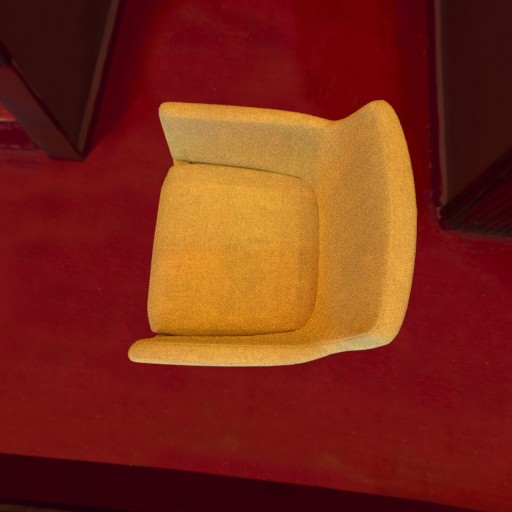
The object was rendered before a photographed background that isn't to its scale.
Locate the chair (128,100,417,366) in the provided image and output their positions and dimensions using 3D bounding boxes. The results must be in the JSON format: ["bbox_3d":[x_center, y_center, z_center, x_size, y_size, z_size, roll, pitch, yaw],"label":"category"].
[{"bbox_3d":[0.000,0.000,1.152,0.570,0.780,0.570,3,76,1],"label":"chair"}]
